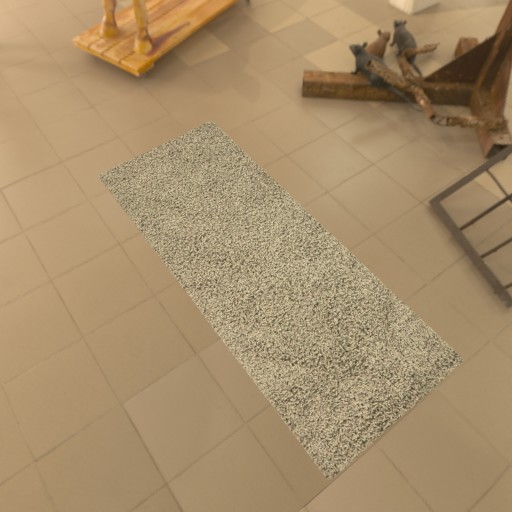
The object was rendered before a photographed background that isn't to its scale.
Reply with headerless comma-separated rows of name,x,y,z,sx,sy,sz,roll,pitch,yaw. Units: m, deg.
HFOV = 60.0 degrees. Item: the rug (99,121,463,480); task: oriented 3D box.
rug,0.000,0.000,1.730,0.609,0.030,1.524,-32,62,-20
